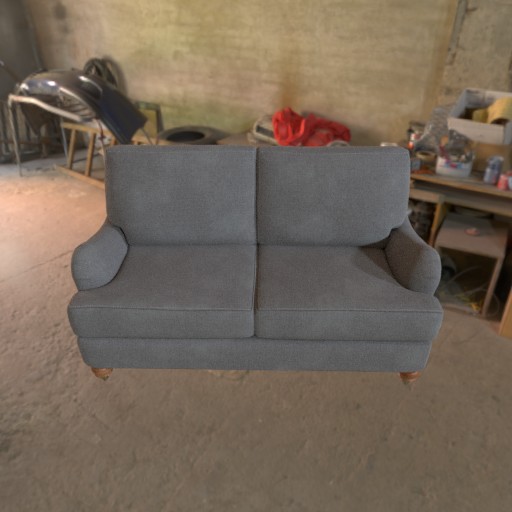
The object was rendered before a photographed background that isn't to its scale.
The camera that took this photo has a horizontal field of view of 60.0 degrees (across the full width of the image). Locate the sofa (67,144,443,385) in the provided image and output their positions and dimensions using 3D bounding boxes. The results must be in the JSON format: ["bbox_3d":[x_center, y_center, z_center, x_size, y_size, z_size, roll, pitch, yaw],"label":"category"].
[{"bbox_3d":[0.000,0.000,2.527,1.853,1.101,1.084,1,31,1],"label":"sofa"}]
